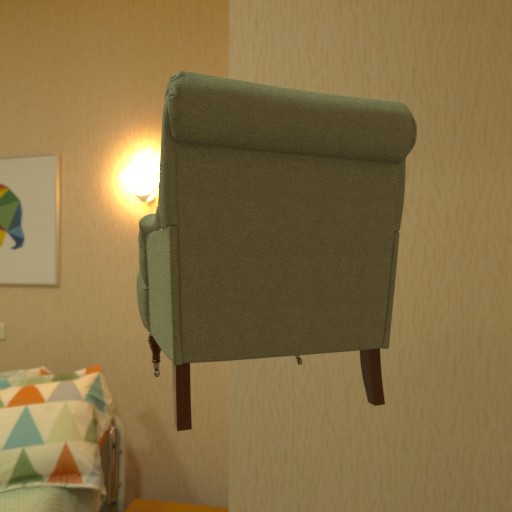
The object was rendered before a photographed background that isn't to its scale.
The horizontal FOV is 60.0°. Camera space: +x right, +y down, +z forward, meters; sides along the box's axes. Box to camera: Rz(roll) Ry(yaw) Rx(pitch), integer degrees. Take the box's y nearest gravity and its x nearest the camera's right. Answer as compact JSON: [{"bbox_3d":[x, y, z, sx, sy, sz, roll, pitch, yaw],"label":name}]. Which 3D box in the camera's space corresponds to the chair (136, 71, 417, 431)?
[{"bbox_3d":[0.000,0.000,1.964,0.964,1.178,1.060,0,-1,-20],"label":"chair"}]
